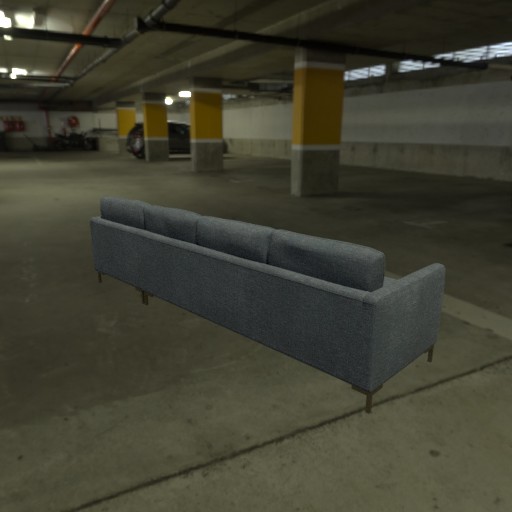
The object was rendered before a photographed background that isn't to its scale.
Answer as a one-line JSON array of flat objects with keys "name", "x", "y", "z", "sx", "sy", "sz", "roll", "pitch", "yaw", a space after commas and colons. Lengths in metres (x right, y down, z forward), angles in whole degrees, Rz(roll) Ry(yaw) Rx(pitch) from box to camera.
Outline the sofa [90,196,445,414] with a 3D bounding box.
[{"name": "sofa", "x": 0.000, "y": 0.000, "z": 3.503, "sx": 2.932, "sy": 0.810, "sz": 1.350, "roll": 15, "pitch": 21, "yaw": 43}]
